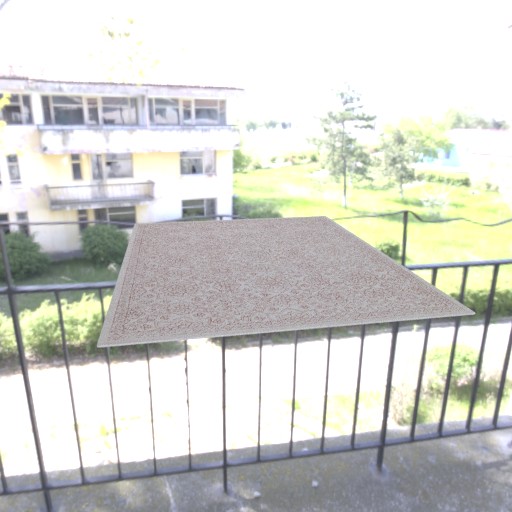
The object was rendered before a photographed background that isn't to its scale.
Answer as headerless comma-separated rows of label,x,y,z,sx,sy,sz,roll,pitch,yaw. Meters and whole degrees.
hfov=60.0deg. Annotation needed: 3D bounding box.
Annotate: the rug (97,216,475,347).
rug,0.000,0.000,4.192,2.441,0.015,3.050,-3,18,-10
